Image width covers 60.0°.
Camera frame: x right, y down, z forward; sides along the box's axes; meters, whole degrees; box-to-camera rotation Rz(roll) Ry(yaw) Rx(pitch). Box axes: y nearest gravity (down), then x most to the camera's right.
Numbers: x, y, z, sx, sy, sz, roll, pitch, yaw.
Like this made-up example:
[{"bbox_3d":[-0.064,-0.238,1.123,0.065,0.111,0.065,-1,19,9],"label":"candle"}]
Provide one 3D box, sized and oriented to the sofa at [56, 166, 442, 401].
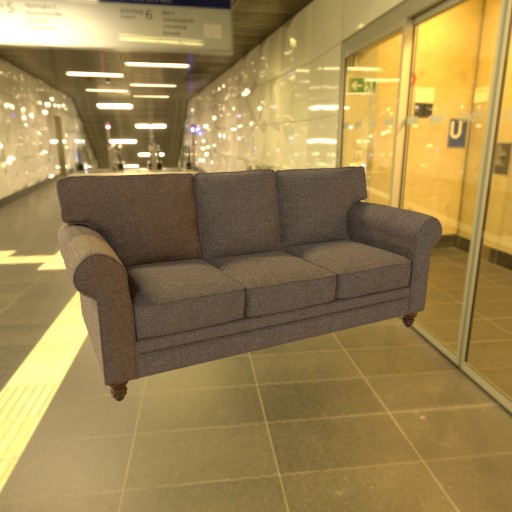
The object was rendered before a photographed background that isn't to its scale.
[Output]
[{"bbox_3d":[0.000,0.000,2.598,2.084,0.961,0.916,-7,17,-26],"label":"sofa"}]
